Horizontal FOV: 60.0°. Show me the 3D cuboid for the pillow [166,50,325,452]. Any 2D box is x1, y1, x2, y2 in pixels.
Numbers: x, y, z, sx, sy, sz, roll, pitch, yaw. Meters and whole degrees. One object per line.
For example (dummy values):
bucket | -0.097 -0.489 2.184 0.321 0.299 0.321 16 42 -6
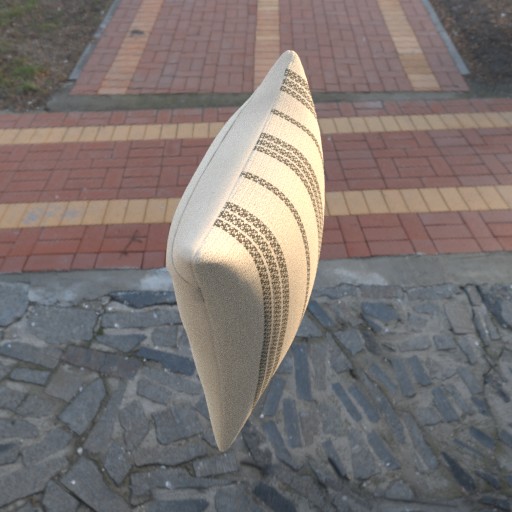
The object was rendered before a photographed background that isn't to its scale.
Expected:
pillow | 0.000 0.000 0.618 0.173 0.406 0.405 10 48 9
